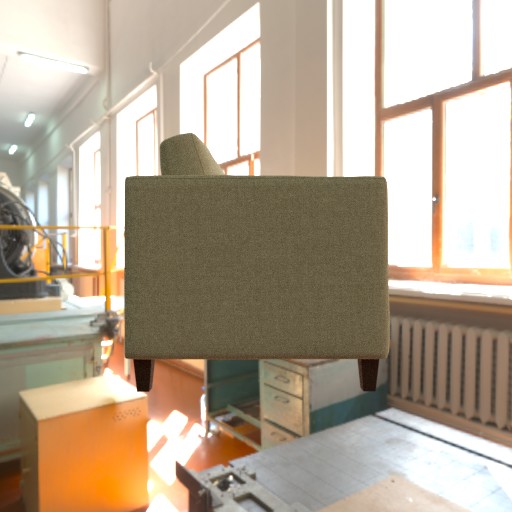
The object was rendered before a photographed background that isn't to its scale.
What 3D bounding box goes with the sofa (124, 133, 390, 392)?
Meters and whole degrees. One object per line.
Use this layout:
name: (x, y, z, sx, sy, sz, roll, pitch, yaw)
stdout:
sofa: (0.000, 0.000, 2.442, 0.950, 0.963, 1.884, 0, 0, 0)
